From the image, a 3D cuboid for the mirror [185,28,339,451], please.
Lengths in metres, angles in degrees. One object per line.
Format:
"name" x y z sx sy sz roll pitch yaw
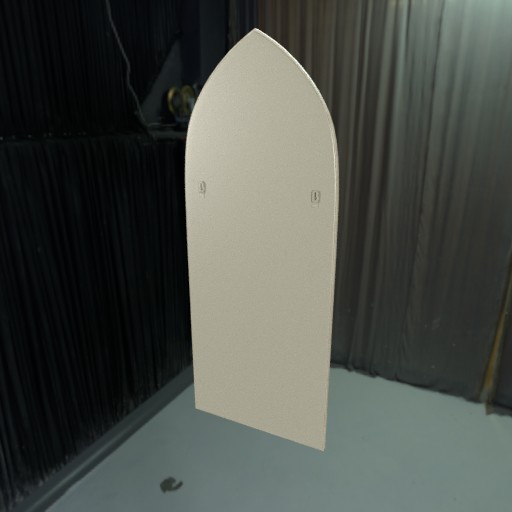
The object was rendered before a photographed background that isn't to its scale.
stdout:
"mirror" 0.000 0.000 1.271 0.464 1.175 0.025 9 20 25
